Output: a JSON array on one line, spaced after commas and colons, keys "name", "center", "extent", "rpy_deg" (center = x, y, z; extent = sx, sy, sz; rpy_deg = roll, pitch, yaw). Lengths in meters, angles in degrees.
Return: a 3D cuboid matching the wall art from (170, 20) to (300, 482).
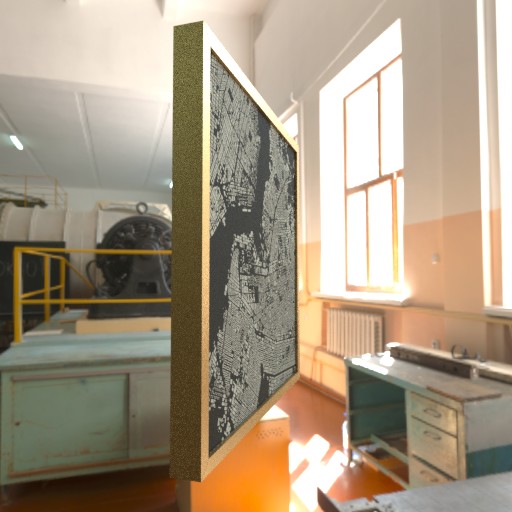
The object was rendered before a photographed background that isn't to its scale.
[{"name": "wall art", "center": [0.000, 0.000, 1.856], "extent": [0.095, 1.284, 1.284], "rpy_deg": [-1, -3, 18]}]
